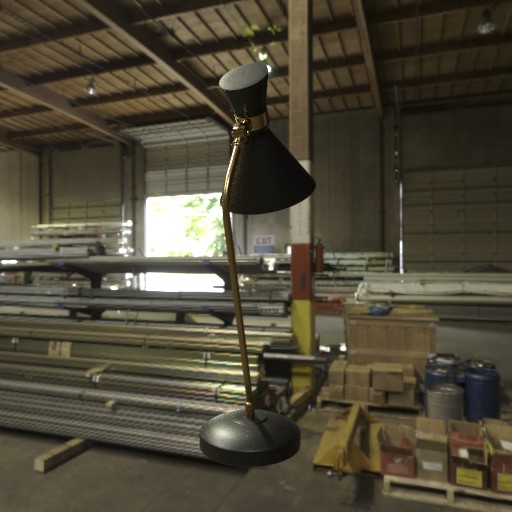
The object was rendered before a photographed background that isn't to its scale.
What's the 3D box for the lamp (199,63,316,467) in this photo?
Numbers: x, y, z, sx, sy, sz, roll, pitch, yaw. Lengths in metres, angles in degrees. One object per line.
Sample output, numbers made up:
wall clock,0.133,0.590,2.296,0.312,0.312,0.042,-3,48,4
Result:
lamp,0.000,0.000,0.795,0.189,0.647,0.292,0,0,19
